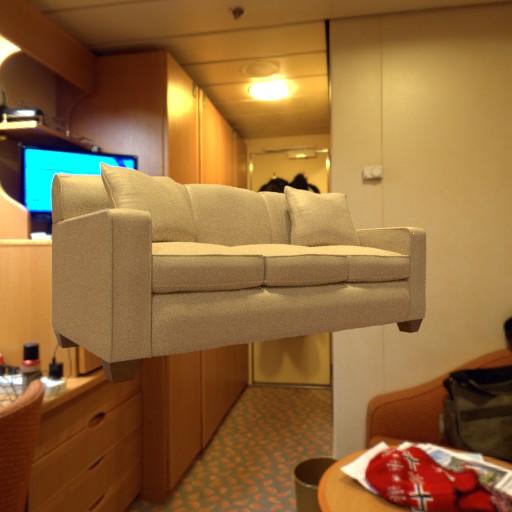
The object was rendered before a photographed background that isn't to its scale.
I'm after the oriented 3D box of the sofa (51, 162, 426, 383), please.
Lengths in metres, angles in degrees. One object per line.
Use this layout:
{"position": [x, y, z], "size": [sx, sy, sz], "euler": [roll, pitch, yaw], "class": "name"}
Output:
{"position": [0.000, 0.000, 2.578], "size": [2.024, 0.958, 0.997], "euler": [0, 0, -36], "class": "sofa"}
